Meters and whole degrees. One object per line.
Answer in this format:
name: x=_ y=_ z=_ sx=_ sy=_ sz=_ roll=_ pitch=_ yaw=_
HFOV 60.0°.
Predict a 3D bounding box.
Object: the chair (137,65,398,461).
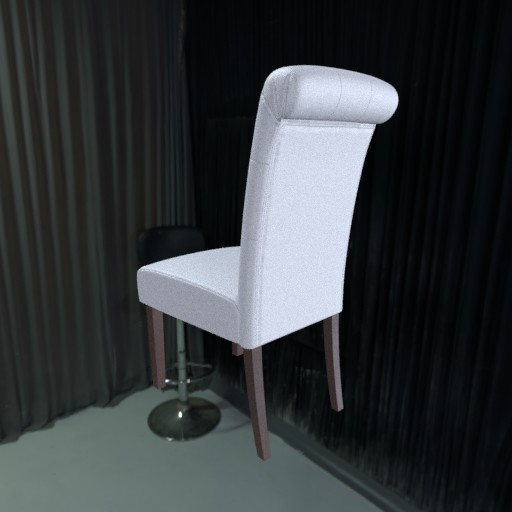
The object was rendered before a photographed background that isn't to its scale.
chair: x=0.000 y=0.000 z=1.360 sx=0.456 sy=1.006 sz=0.671 roll=-13 pitch=19 yaw=-42
